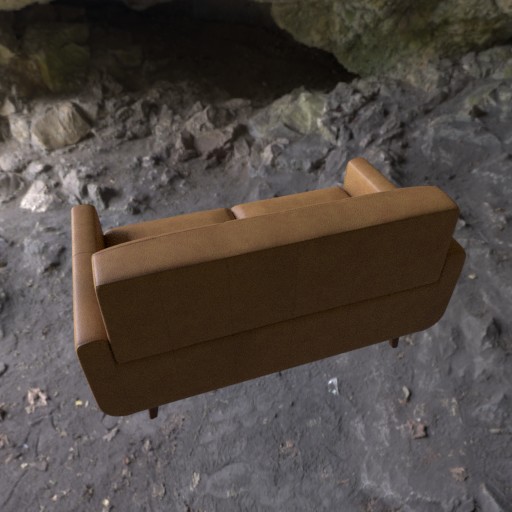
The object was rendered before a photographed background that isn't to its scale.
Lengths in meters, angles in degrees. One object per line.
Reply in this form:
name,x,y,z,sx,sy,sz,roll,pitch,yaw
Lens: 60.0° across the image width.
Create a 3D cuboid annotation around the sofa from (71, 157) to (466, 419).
sofa,0.000,0.000,2.180,1.651,0.925,0.952,-12,42,-14
